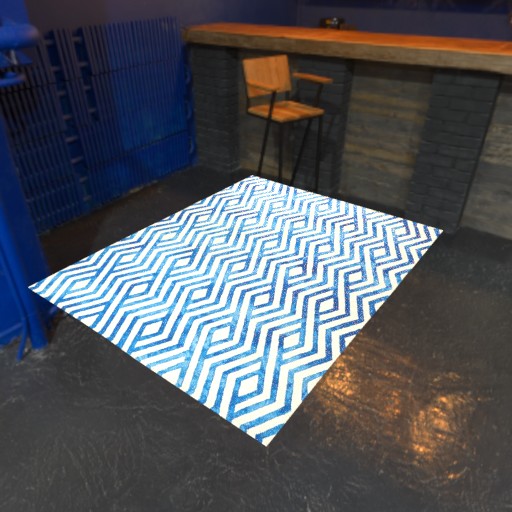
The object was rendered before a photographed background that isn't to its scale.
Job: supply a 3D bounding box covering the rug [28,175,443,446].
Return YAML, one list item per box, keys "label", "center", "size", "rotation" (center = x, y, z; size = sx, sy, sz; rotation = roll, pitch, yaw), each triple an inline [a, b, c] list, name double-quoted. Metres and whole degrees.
- label: "rug"
  center: [0.000, 0.000, 4.093]
  size: [2.453, 0.008, 3.059]
  rotation: [22, 38, 31]
